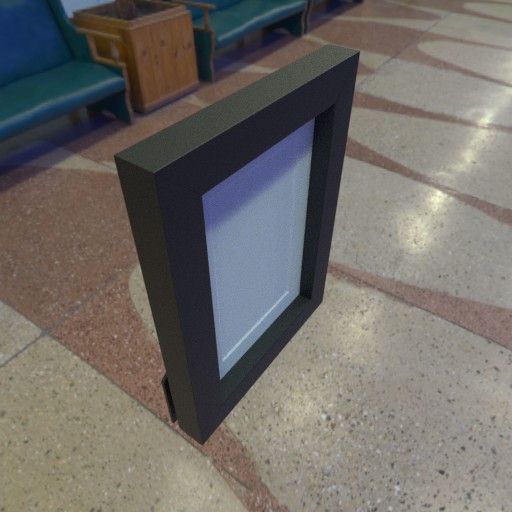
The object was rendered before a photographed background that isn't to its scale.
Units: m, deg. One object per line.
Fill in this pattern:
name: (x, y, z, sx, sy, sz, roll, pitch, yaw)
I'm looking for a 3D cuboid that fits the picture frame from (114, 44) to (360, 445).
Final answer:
picture frame: (0.000, 0.000, 0.275, 0.028, 0.208, 0.157, 26, 48, 26)
